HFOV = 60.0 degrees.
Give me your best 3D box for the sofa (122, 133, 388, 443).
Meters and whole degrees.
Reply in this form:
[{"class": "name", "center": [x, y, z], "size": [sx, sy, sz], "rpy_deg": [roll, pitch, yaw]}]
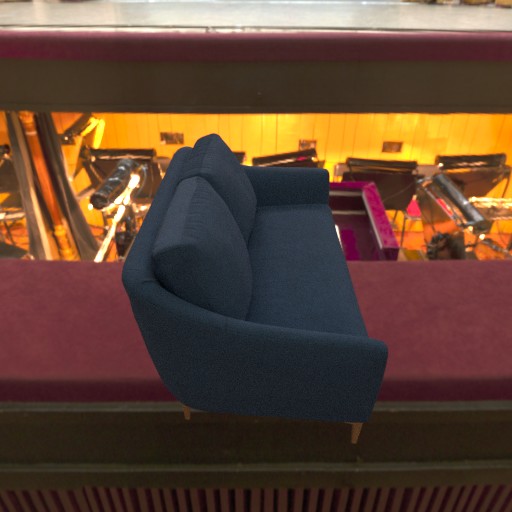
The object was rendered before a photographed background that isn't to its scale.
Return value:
[{"class": "sofa", "center": [0.000, 0.000, 2.264], "size": [0.960, 0.902, 1.619], "rpy_deg": [0, 33, 0]}]
